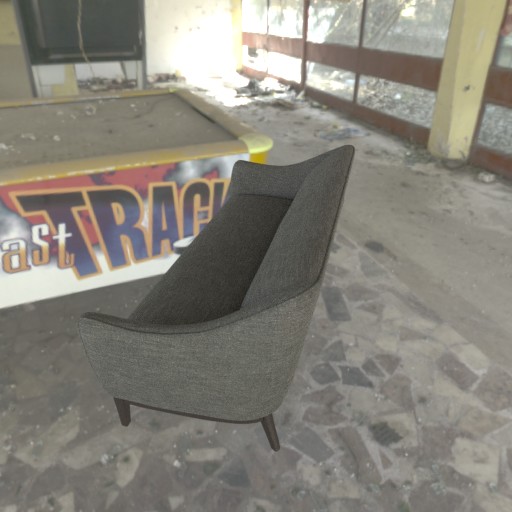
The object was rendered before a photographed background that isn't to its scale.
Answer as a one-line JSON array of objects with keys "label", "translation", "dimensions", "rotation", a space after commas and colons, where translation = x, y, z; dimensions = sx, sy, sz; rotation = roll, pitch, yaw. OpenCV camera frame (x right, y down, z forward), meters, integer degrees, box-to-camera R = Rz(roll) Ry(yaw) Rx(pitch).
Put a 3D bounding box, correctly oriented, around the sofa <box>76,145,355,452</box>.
[{"label": "sofa", "translation": [0.000, 0.000, 2.376], "dimensions": [0.867, 0.829, 1.928], "rotation": [7, 30, 13]}]
